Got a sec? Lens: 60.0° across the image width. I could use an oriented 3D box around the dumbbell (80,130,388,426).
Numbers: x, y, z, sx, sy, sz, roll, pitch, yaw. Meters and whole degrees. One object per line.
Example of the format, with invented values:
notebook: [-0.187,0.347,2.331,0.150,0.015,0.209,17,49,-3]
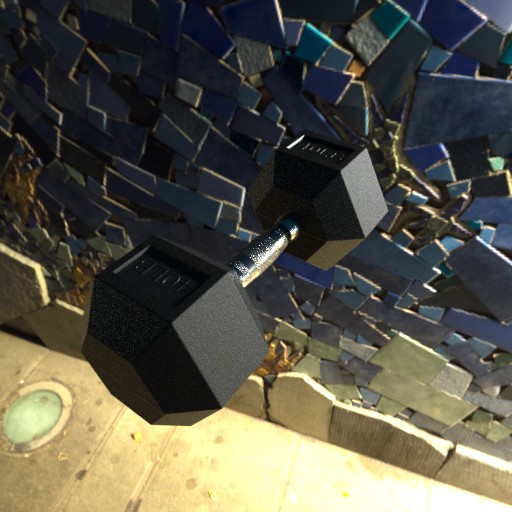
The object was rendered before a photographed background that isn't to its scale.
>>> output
dumbbell: [0.000,0.000,0.453,0.157,0.137,0.361,25,47,26]
